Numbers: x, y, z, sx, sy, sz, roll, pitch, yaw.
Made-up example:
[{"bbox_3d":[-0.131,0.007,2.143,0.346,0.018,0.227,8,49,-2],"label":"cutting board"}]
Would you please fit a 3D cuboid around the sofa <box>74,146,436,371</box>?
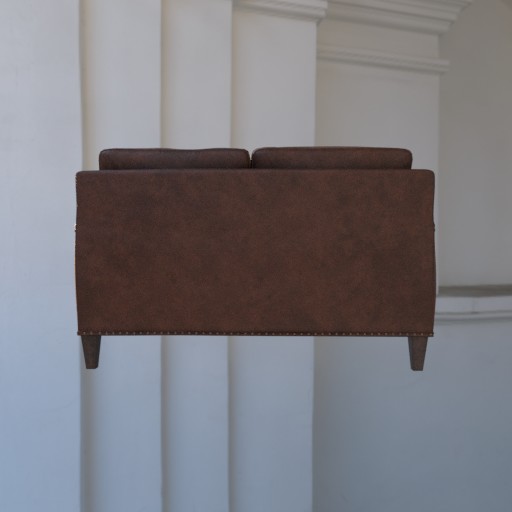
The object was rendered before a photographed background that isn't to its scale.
[{"bbox_3d":[0.000,0.000,2.373,1.628,1.003,1.083,0,0,1],"label":"sofa"}]
